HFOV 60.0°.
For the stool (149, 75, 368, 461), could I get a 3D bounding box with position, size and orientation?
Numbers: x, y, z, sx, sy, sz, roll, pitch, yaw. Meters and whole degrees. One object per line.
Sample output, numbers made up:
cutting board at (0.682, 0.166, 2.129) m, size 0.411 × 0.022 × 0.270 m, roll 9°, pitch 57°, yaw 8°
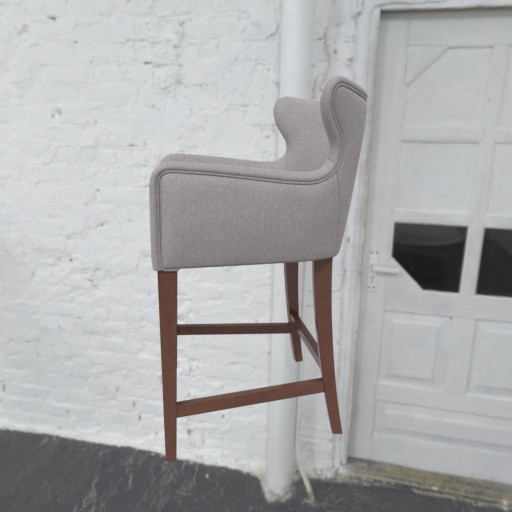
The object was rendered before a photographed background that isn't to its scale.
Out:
stool at (0.000, 0.000, 1.330) m, size 0.575 × 0.951 × 0.575 m, roll -2°, pitch 15°, yaw -9°
